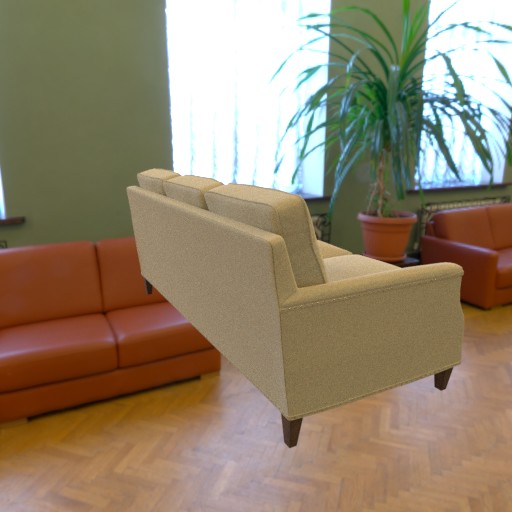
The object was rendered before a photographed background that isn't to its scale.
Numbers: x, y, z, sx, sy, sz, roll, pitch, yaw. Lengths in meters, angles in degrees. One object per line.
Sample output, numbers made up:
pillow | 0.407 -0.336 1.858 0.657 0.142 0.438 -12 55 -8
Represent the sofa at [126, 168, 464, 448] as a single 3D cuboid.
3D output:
sofa | 0.000 0.000 2.755 1.084 1.003 2.246 -8 16 -28
